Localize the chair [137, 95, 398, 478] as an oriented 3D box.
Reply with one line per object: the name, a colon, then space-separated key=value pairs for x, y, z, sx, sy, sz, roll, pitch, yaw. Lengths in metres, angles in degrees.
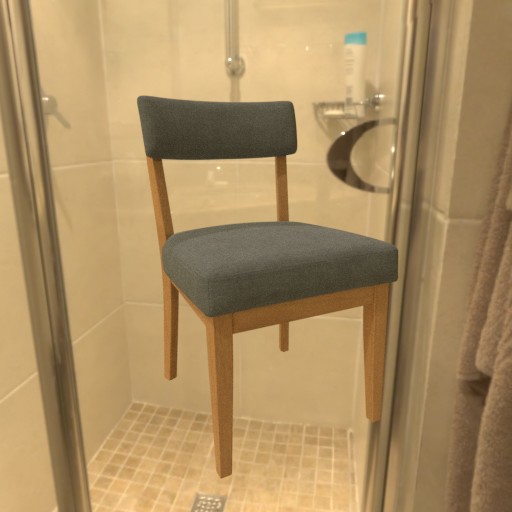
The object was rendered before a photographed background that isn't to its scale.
chair: x=0.000 y=0.000 z=1.195 sx=0.508 sy=0.832 sz=0.572 roll=-8 pitch=17 yaw=-26
